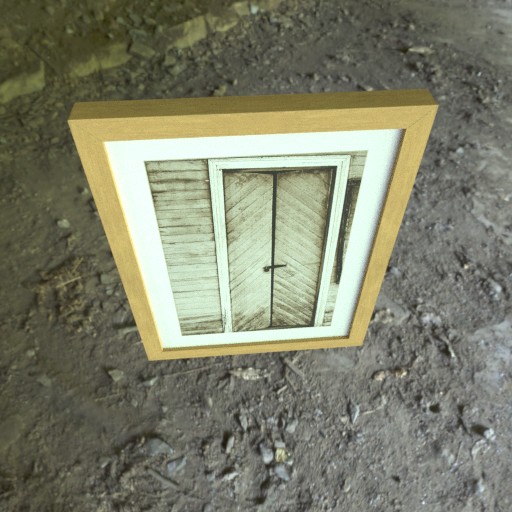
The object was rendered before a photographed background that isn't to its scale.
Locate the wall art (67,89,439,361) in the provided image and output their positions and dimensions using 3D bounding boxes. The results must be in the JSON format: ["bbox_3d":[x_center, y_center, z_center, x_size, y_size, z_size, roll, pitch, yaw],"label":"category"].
[{"bbox_3d":[0.000,0.000,0.519,0.312,0.380,0.030,-3,47,-3],"label":"wall art"}]
